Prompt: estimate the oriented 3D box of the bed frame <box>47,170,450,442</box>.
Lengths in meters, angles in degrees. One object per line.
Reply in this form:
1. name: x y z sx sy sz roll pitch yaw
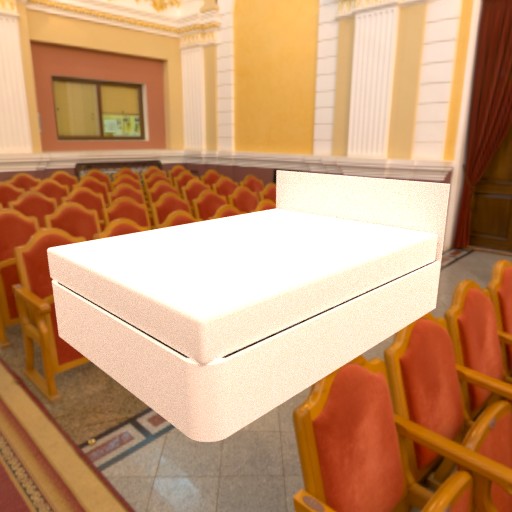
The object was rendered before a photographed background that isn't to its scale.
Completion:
1. bed frame: 0.000 0.000 2.604 1.900 0.800 1.400 -15 22 -43
